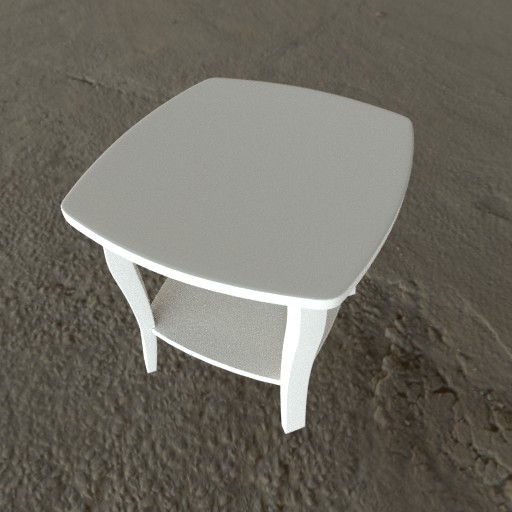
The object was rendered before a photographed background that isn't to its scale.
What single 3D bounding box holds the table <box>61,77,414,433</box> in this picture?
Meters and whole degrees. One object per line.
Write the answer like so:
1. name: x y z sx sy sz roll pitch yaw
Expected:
1. table: 0.000 0.000 0.836 0.451 0.438 0.502 18 49 16
